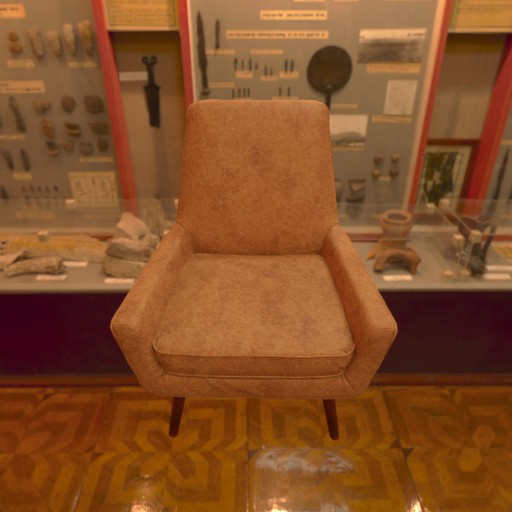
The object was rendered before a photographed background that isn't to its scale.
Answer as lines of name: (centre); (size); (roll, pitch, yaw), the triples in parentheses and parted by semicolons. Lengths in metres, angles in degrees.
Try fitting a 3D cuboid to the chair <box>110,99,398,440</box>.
chair: (0.000, 0.000, 1.507); (0.753, 0.883, 0.851); (1, 31, 1)
